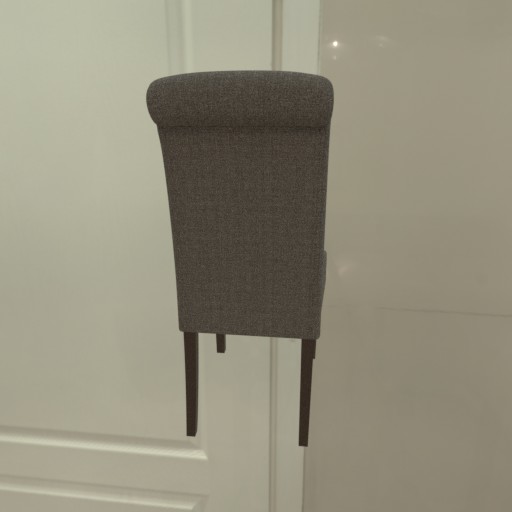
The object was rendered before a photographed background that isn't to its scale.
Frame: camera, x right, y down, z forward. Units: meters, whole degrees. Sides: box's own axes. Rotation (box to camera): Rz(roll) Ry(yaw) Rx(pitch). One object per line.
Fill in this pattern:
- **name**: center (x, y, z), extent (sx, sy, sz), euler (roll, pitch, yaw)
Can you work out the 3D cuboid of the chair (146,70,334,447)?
- **chair**: center (0.000, 0.000, 1.378), extent (0.456, 1.006, 0.671), euler (2, 16, 7)
